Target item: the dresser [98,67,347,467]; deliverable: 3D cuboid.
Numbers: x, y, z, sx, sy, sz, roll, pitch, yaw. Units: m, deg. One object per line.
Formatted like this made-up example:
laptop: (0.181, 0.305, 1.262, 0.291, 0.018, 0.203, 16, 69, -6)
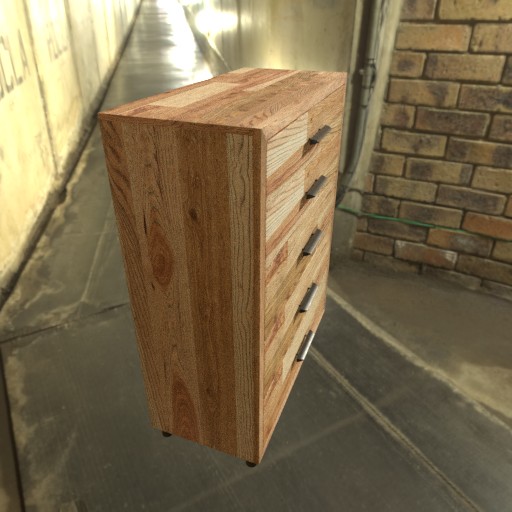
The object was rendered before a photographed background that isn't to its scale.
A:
dresser: (0.000, 0.000, 1.737, 0.480, 1.243, 0.966, 11, 32, 18)
